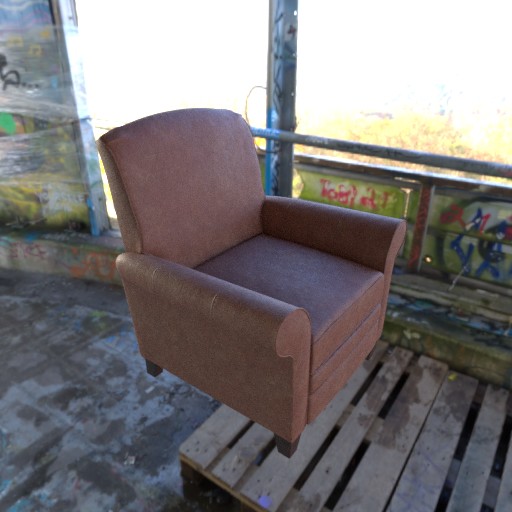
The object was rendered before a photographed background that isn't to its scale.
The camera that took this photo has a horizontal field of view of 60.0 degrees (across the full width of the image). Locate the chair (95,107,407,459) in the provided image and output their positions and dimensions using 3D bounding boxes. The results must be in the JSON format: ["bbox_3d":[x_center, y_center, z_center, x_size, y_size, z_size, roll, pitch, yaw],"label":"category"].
[{"bbox_3d":[0.000,0.000,1.787,0.902,1.061,0.978,18,32,33],"label":"chair"}]
